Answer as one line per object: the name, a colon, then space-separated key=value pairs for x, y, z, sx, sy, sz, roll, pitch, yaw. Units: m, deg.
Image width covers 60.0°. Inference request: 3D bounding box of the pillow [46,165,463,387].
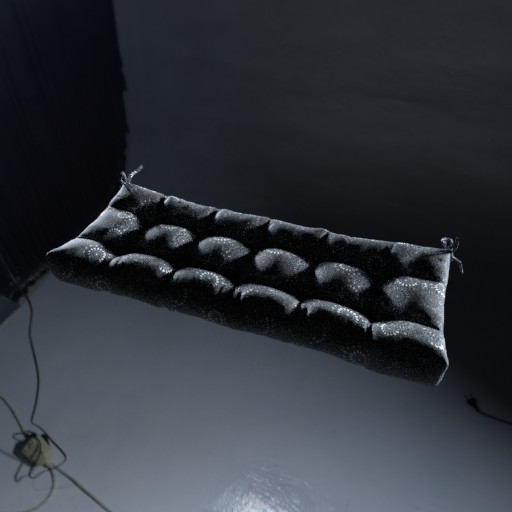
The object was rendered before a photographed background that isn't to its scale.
pillow: x=0.000 y=0.000 z=1.336 sx=1.194 sy=0.174 sz=0.511 roll=13 pitch=44 yaw=14
